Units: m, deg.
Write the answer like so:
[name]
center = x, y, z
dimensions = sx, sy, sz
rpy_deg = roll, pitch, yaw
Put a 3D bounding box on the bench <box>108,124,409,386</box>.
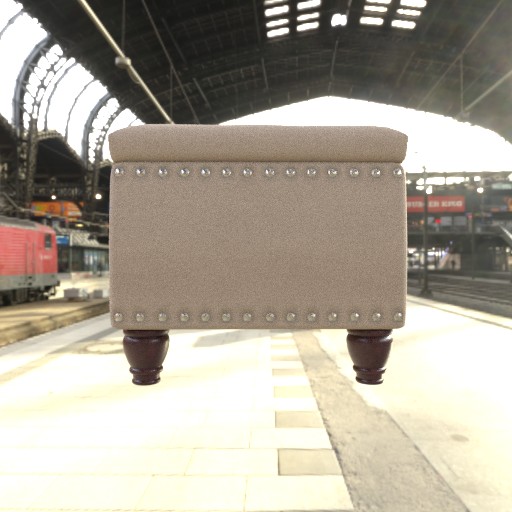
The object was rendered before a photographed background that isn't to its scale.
[bench]
center = 0.000, 0.000, 1.166
dimensions = 0.500, 0.449, 0.887
rpy_deg = 0, -1, -1
